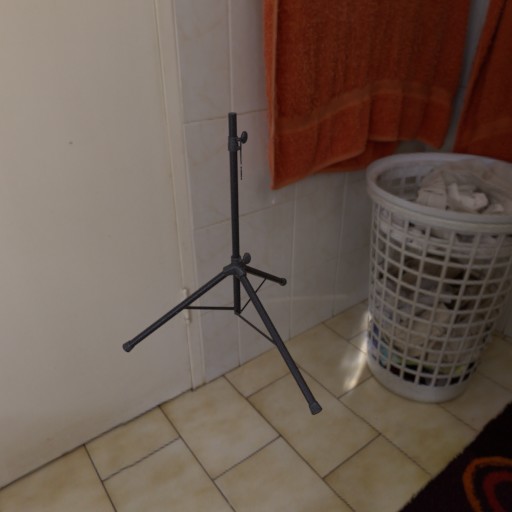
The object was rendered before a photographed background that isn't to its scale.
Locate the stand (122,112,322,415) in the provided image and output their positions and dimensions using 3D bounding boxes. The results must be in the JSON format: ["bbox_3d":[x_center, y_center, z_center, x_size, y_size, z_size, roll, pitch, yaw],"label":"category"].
[{"bbox_3d":[0.000,0.000,1.894,1.045,1.136,0.907,-19,35,-30],"label":"stand"}]
